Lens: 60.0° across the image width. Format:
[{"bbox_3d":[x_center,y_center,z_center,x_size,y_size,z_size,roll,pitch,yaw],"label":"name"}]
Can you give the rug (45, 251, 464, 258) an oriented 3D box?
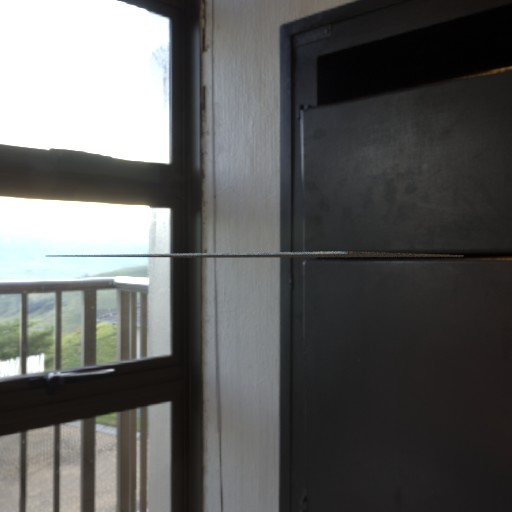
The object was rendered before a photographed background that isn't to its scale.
[{"bbox_3d":[0.000,0.000,4.131,3.056,0.013,2.441,0,-1,38],"label":"rug"}]
